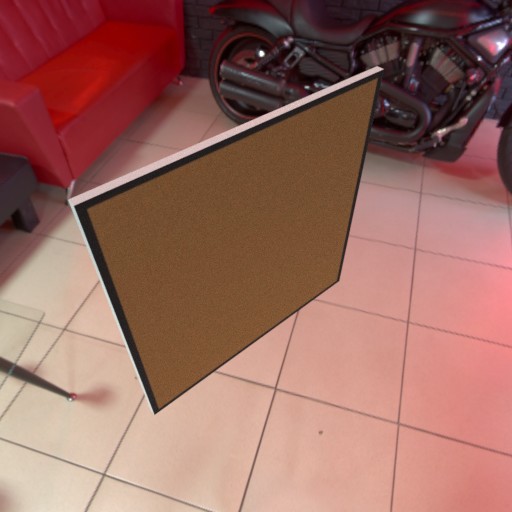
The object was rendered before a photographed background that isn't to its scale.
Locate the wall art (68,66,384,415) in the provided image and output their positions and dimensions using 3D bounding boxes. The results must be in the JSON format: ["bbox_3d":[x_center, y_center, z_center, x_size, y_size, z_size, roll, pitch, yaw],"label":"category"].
[{"bbox_3d":[0.000,0.000,1.206,0.805,0.803,0.022,-31,54,-26],"label":"wall art"}]
